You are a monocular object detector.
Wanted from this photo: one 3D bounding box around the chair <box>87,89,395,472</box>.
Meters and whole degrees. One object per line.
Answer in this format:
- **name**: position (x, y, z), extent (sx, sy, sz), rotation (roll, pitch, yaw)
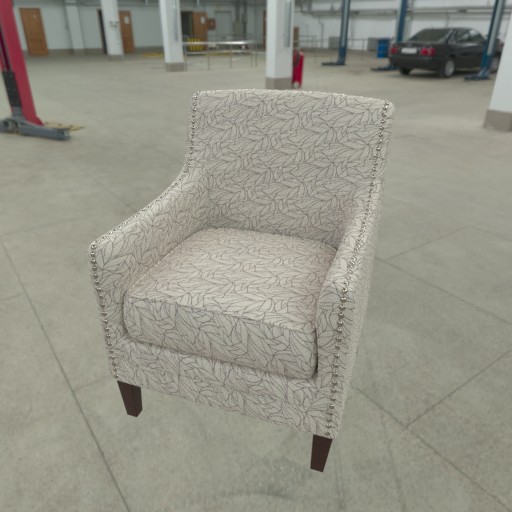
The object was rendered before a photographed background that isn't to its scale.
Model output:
- **chair**: position (0.000, 0.000, 1.253), extent (0.623, 0.816, 0.651), rotation (9, 29, 17)
